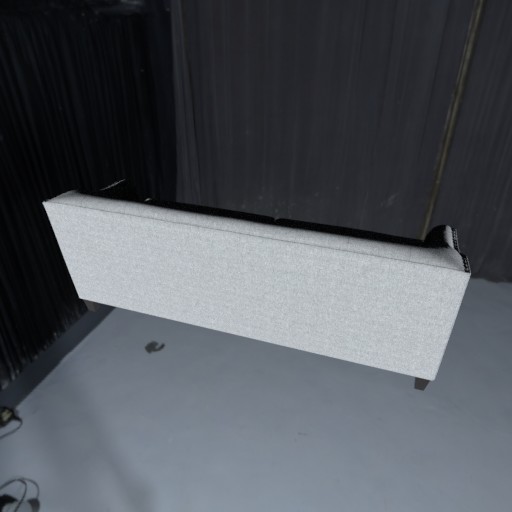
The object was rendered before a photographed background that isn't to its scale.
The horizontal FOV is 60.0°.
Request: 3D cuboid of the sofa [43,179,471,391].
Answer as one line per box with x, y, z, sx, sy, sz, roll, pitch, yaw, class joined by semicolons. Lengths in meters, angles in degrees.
0.000;0.000;2.751;2.235;0.901;0.914;10;33;16;sofa
